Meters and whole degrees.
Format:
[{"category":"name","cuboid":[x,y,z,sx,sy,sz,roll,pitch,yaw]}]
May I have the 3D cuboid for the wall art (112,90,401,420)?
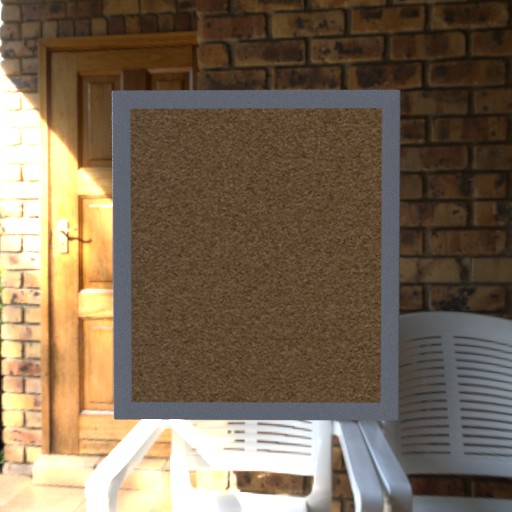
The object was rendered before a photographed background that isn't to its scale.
[{"category":"wall art","cuboid":[0.000,0.000,0.524,0.331,0.381,0.028,0,1,0]}]
